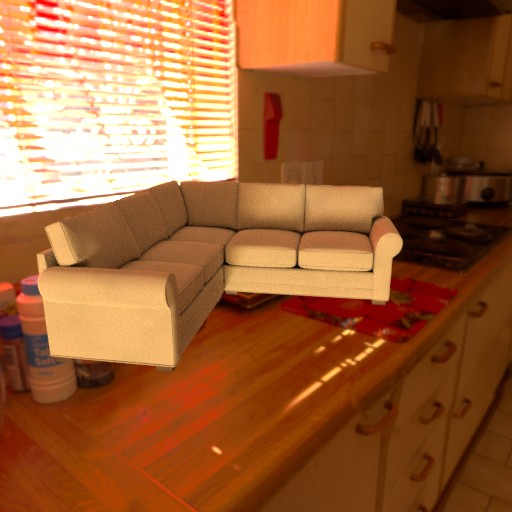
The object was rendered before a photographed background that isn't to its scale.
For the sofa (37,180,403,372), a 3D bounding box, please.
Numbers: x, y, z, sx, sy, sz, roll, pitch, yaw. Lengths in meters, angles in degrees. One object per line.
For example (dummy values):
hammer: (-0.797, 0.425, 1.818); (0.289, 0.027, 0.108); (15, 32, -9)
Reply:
sofa: (0.000, 0.000, 3.883); (2.562, 1.053, 2.487); (3, 16, 9)
